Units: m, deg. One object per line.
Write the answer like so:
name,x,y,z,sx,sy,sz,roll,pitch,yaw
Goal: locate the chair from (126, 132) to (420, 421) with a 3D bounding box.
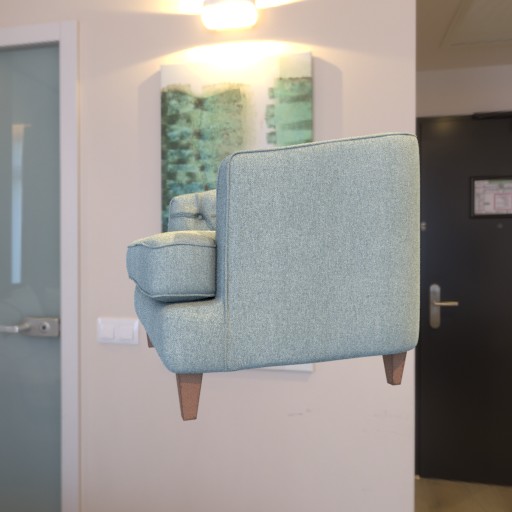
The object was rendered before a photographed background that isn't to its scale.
chair,0.000,0.000,1.733,0.945,0.852,1.094,0,0,-19
